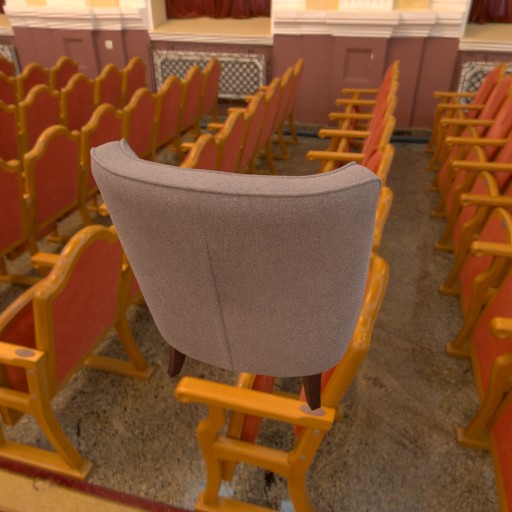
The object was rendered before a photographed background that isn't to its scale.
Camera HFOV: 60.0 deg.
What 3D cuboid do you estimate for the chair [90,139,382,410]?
[{"bbox_3d":[0.000,0.000,1.569,0.781,0.919,0.910,9,33,14],"label":"chair"}]
